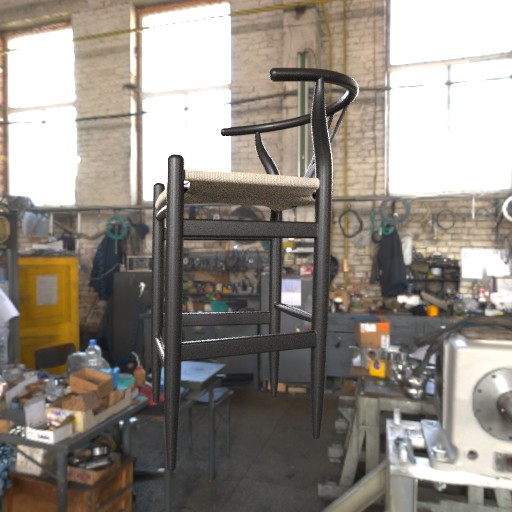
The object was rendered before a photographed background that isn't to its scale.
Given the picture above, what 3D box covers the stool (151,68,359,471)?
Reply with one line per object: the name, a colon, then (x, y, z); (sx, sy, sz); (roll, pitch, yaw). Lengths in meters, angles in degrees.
stool: (0.000, 0.000, 1.310); (0.579, 0.970, 0.569); (0, 1, -17)
